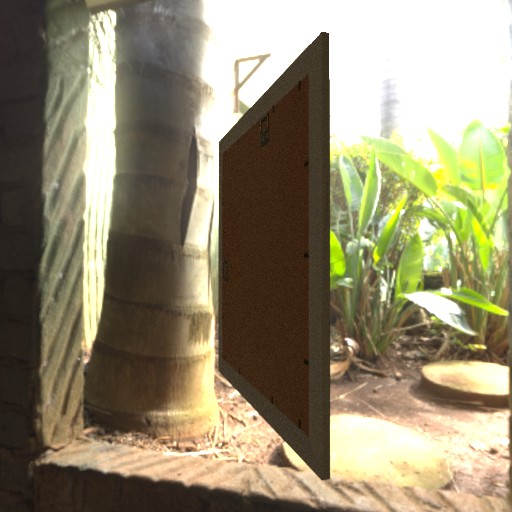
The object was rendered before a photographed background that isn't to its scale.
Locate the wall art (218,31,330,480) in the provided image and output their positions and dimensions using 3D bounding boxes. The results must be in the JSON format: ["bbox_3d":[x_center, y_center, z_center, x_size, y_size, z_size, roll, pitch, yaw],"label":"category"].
[{"bbox_3d":[0.000,0.000,0.853,0.013,0.584,0.584,0,0,-18],"label":"wall art"}]
